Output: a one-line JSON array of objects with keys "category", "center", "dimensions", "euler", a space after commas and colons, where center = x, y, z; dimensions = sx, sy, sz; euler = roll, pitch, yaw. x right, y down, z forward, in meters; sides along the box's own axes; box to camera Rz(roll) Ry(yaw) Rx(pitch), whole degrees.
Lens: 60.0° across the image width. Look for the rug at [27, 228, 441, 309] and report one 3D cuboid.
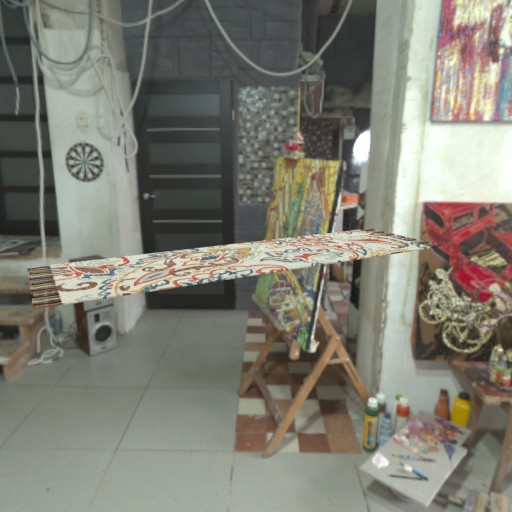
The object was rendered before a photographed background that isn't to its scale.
[{"category": "rug", "center": [0.000, 0.000, 2.927], "dimensions": [2.682, 0.015, 0.763], "euler": [-8, 16, -27]}]
